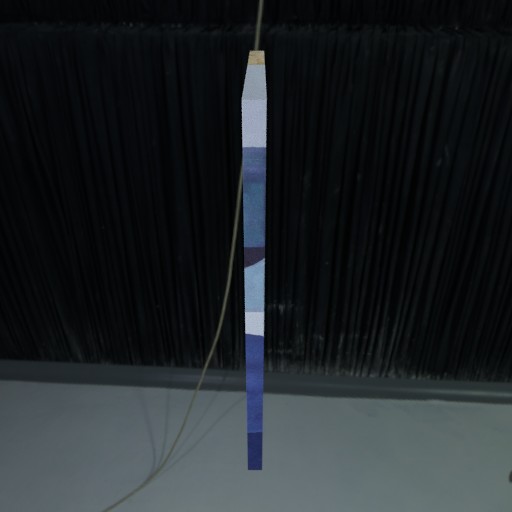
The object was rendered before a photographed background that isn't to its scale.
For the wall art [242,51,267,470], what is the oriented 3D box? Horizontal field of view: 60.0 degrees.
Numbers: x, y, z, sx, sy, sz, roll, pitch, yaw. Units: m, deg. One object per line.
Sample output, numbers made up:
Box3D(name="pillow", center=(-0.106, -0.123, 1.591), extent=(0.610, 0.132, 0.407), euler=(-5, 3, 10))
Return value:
Box3D(name="wall art", center=(0.000, 0.000, 1.157), extent=(0.039, 0.911, 0.607), euler=(0, 31, 0))
